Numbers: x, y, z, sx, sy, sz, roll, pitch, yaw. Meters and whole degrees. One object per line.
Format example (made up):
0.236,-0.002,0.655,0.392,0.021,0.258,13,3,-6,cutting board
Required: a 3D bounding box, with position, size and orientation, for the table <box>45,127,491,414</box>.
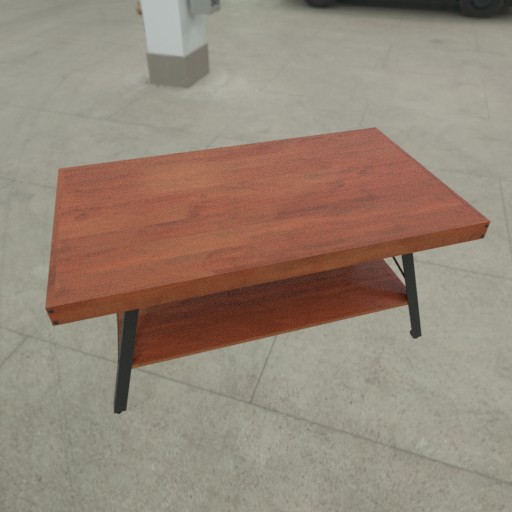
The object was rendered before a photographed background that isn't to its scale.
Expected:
0.000,0.000,1.381,1.067,0.457,0.610,-11,41,-13,table
